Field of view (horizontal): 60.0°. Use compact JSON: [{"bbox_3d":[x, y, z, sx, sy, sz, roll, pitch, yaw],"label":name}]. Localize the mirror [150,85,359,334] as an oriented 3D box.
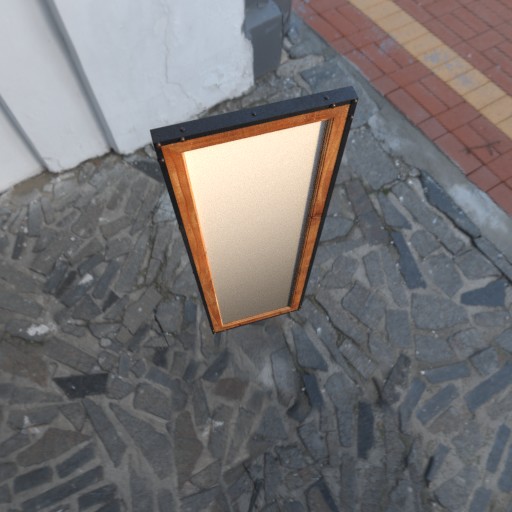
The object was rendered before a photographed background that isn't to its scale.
[{"bbox_3d":[0.000,0.000,1.211,0.354,1.080,0.042,-15,65,-7],"label":"mirror"}]
